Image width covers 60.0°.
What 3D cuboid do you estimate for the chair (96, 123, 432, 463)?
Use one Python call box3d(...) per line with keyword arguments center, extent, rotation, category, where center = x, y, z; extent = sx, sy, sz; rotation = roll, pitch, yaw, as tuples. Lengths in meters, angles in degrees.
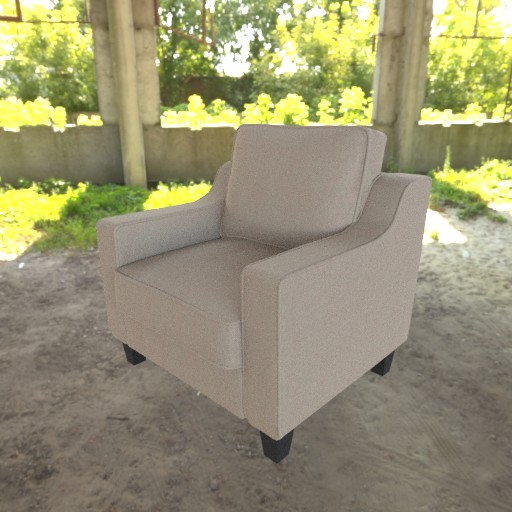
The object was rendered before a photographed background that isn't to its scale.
box3d(center=(0.000, 0.000, 1.678), extent=(0.922, 0.948, 0.882), rotation=(16, 24, 41), category="chair")
